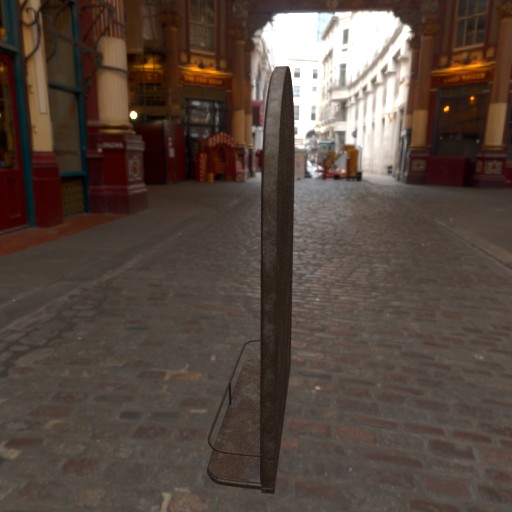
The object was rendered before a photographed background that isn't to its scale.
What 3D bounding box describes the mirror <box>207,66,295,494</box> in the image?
[{"bbox_3d":[0.000,0.000,0.975,0.137,0.770,0.510,2,13,8],"label":"mirror"}]
